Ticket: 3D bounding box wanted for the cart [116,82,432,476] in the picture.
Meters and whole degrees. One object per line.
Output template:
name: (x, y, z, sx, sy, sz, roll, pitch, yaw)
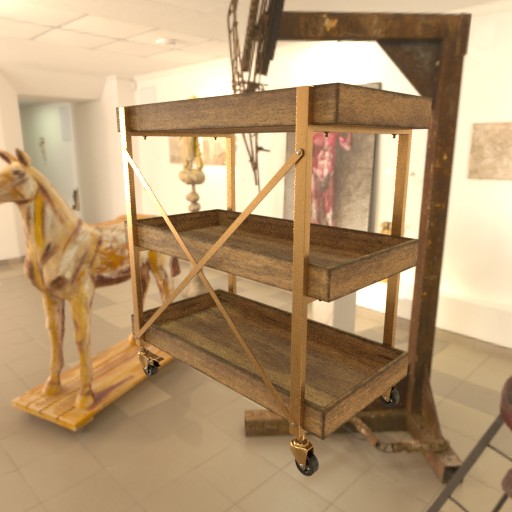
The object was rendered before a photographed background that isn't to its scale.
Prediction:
cart: (0.000, 0.000, 1.221, 0.750, 0.799, 0.416, 14, 19, 43)
